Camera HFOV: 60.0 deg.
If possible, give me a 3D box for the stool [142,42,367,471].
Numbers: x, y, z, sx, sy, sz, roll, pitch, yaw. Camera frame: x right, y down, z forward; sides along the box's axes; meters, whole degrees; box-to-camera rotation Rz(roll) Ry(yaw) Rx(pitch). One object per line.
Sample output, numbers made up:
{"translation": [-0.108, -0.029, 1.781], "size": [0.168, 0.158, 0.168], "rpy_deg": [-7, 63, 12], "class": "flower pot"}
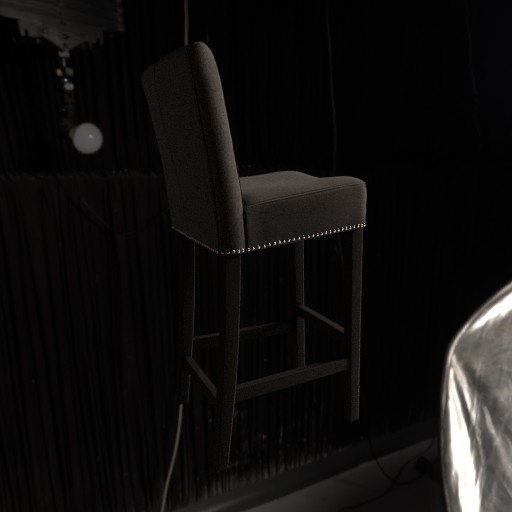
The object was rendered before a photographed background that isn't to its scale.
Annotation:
{"translation": [0.000, 0.000, 1.301], "size": [0.548, 1.047, 0.411], "rpy_deg": [-7, 16, -26], "class": "stool"}
